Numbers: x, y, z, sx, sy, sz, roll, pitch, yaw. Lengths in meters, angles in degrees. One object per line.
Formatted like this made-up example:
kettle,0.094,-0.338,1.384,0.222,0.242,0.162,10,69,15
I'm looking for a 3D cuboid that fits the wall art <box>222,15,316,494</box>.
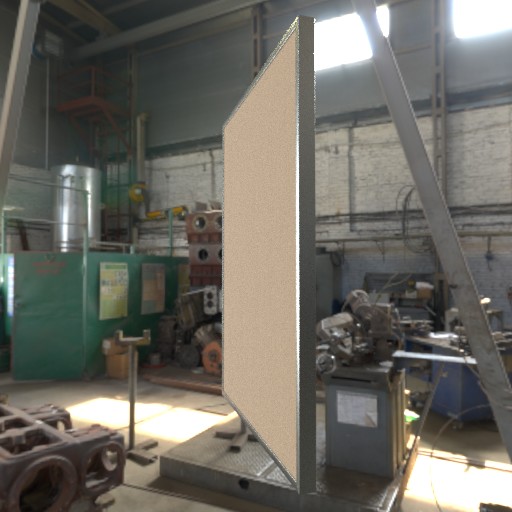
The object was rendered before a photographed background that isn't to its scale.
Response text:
wall art,0.000,0.000,1.372,0.041,1.062,0.803,0,-2,-17
